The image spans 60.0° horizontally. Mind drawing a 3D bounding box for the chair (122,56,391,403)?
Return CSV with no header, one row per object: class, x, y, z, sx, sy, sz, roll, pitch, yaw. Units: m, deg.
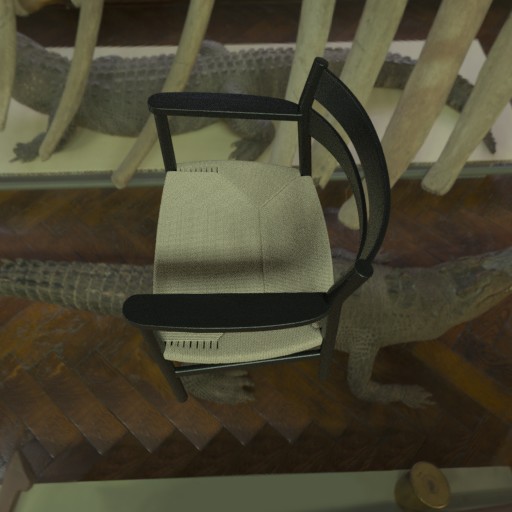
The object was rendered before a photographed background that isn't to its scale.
chair,0.000,0.000,1.170,0.508,0.775,0.630,-2,58,-1
